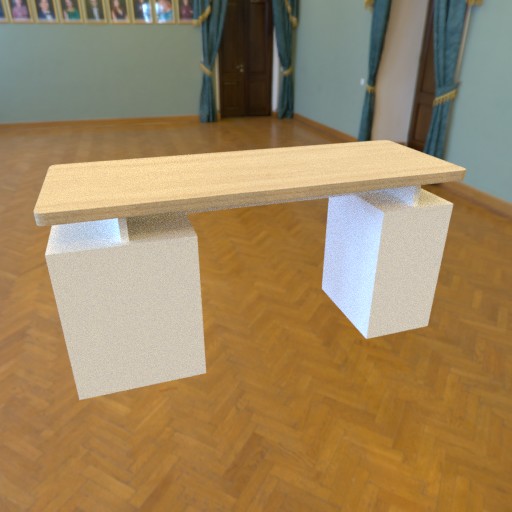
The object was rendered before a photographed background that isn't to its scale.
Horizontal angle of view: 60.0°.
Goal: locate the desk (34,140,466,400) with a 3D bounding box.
[{"bbox_3d":[0.000,0.000,1.856,1.500,0.755,0.550,-8,28,-16],"label":"desk"}]
